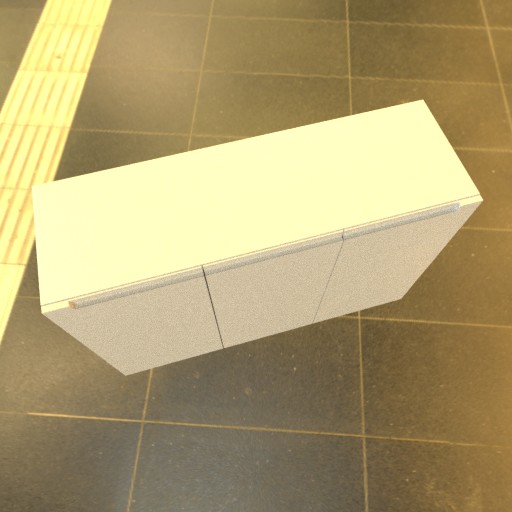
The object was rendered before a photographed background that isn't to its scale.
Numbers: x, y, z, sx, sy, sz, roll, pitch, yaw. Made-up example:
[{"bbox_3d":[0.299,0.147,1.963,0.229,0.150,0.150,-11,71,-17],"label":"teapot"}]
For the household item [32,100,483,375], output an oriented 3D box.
[{"bbox_3d":[0.000,0.000,1.728,1.300,0.867,0.420,-14,65,-7],"label":"household item"}]
